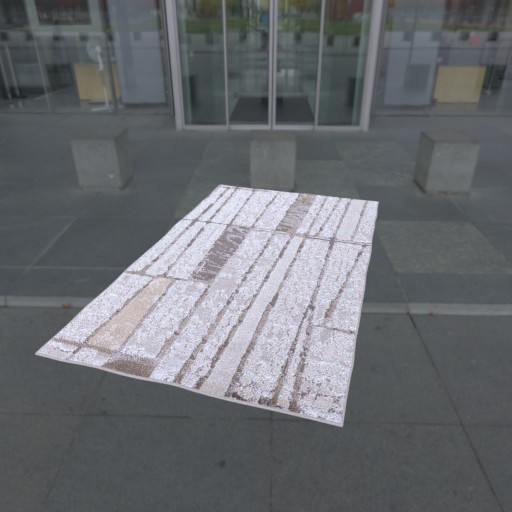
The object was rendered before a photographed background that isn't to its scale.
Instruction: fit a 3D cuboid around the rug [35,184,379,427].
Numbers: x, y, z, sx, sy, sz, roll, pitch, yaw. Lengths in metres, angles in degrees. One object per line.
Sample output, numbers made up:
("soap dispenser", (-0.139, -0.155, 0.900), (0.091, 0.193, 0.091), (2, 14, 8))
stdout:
("rug", (0.000, 0.000, 1.040), (0.515, 0.007, 0.867), (8, 30, 15))
